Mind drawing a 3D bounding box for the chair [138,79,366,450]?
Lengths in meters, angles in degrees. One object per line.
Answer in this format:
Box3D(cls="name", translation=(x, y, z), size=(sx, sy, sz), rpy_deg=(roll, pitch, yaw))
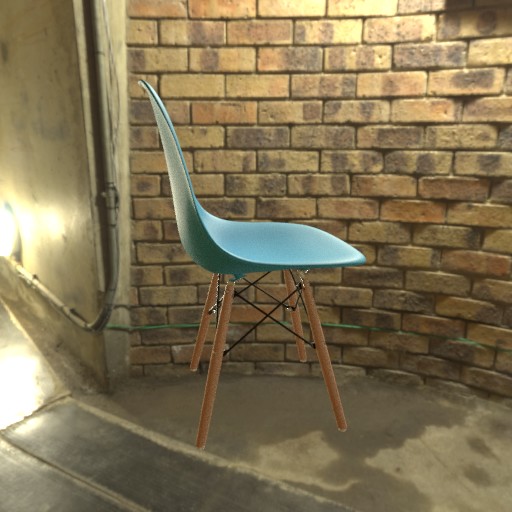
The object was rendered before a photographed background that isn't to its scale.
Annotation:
Box3D(cls="chair", translation=(0.000, 0.000, 1.139), size=(0.531, 0.826, 0.470), rpy_deg=(-3, 16, -10))
